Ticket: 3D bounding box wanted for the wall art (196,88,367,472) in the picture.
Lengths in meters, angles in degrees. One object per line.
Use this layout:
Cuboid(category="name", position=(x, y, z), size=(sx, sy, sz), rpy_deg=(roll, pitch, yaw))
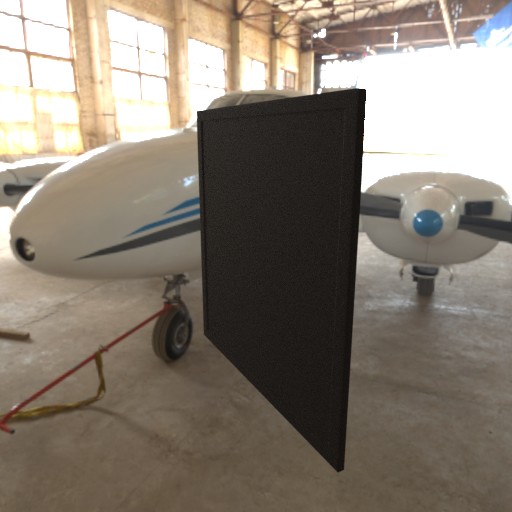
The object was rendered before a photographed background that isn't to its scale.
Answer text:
Cuboid(category="wall art", position=(0.000, 0.000, 0.853), size=(0.012, 0.558, 0.562), rpy_deg=(-8, 17, -27))
